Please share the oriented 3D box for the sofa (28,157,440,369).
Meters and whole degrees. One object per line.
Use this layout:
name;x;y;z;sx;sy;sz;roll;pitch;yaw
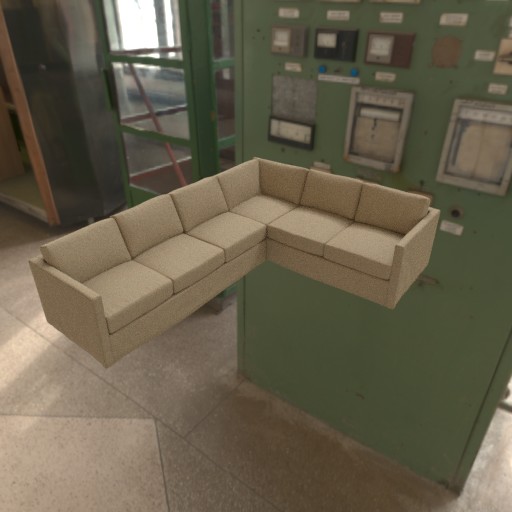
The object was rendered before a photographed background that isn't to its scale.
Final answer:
sofa;0.000;0.000;4.293;2.432;0.871;3.182;21;37;32
